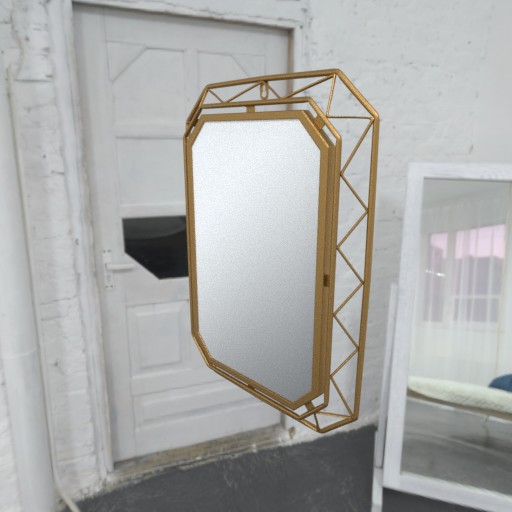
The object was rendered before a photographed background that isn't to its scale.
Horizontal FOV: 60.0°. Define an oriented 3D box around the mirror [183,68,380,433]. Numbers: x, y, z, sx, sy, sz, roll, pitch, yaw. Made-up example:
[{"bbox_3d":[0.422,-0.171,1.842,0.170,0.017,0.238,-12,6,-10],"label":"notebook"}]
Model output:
[{"bbox_3d":[0.000,0.000,0.742,0.042,0.566,0.417,-15,21,-42],"label":"mirror"}]
